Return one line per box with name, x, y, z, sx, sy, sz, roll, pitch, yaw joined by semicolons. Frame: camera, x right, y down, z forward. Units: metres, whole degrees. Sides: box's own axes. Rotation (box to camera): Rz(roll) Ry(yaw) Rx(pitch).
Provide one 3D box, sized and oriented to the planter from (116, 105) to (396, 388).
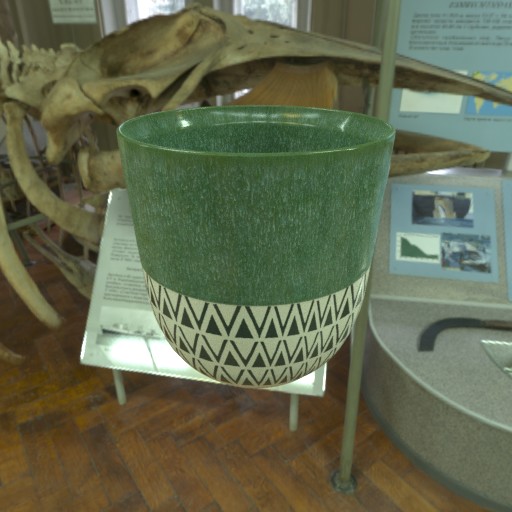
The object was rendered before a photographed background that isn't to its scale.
planter;0.000;0.000;0.367;0.195;0.214;0.195;0;26;0
